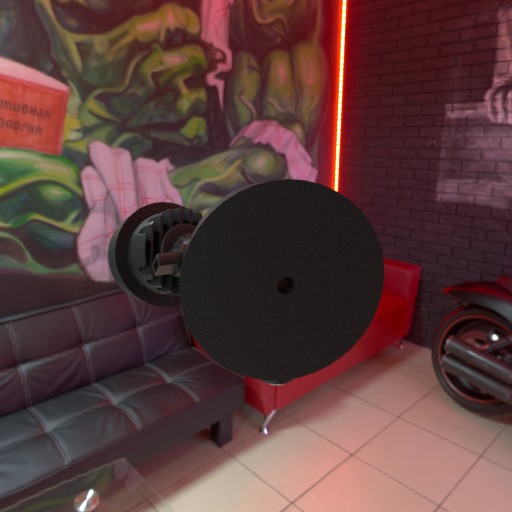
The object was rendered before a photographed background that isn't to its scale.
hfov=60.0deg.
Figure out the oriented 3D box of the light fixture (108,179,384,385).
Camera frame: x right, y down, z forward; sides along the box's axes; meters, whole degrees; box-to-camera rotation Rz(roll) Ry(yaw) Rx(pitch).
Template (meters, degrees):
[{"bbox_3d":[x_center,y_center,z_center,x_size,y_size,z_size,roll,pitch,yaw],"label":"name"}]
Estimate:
[{"bbox_3d":[0.000,0.000,0.310,0.213,0.120,0.168,-3,15,-10],"label":"light fixture"}]
